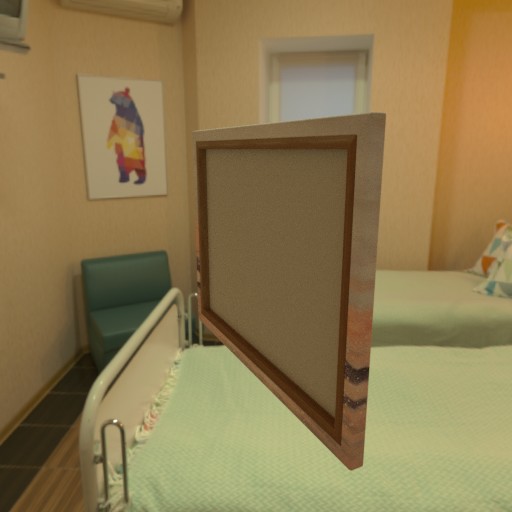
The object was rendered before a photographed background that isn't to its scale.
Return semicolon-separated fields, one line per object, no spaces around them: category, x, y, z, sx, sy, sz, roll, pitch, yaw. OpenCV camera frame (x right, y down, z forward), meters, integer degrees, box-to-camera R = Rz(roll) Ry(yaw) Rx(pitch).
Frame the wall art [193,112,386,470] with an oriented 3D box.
wall art;0.000;0.000;1.344;0.038;0.763;1.015;-7;15;-26
